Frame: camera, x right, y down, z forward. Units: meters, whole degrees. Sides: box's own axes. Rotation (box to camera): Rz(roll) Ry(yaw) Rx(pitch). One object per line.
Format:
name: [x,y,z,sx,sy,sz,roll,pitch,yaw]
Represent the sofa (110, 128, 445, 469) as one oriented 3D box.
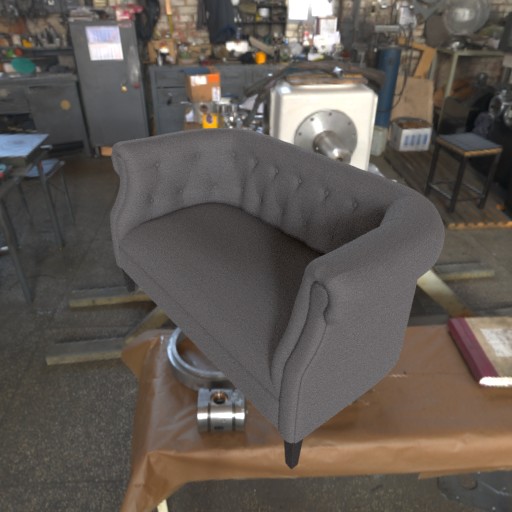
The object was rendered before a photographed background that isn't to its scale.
sofa: [0.000,0.000,2.015,0.835,0.827,1.558,-22,38,-32]
